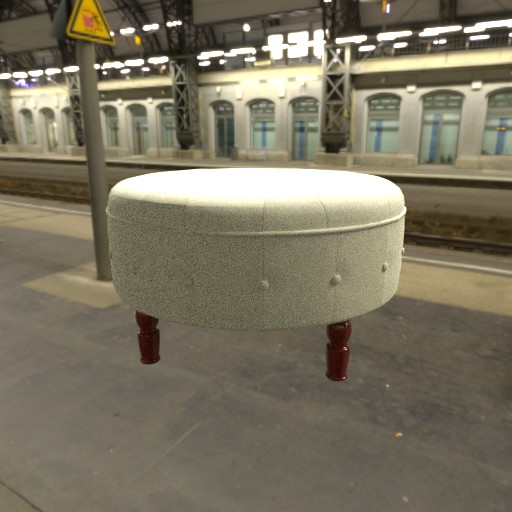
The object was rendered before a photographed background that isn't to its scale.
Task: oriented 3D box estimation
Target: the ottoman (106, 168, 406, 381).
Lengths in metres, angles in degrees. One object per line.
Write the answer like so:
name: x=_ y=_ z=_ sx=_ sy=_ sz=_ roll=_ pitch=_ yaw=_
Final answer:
ottoman: x=0.000 y=0.000 z=1.361 sx=0.850 sy=0.483 sz=0.850 roll=0 pitch=16 yaw=0
